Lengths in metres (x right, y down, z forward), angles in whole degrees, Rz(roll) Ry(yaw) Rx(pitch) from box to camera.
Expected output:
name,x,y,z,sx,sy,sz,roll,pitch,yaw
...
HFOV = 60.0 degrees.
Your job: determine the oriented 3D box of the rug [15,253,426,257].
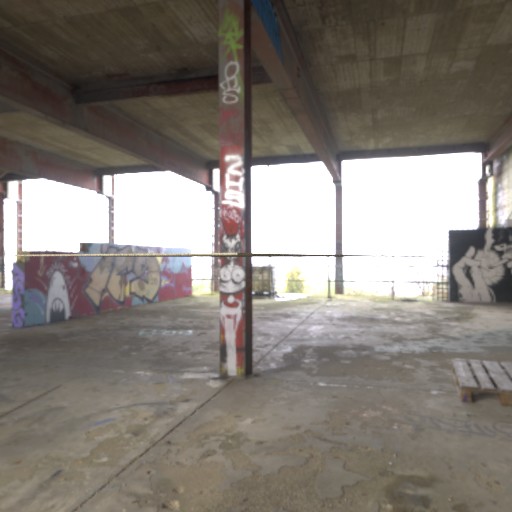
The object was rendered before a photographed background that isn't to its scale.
name,x,y,z,sx,sy,sz,roll,pitch,yaw
rug,0.000,0.000,2.163,1.143,0.006,1.747,0,0,36
